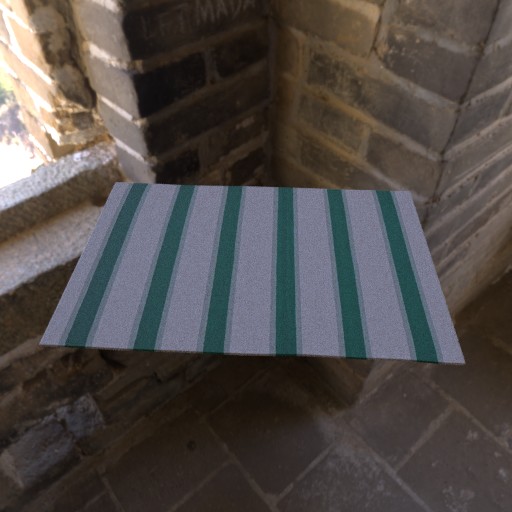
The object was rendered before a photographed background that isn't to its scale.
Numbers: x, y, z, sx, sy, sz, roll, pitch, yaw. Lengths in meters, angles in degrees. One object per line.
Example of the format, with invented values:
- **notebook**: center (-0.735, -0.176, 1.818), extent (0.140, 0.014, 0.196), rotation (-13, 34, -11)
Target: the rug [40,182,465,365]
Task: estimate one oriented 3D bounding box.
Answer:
- **rug**: center (0.000, 0.000, 2.324), extent (1.829, 0.012, 1.210), rotation (2, 45, 2)
